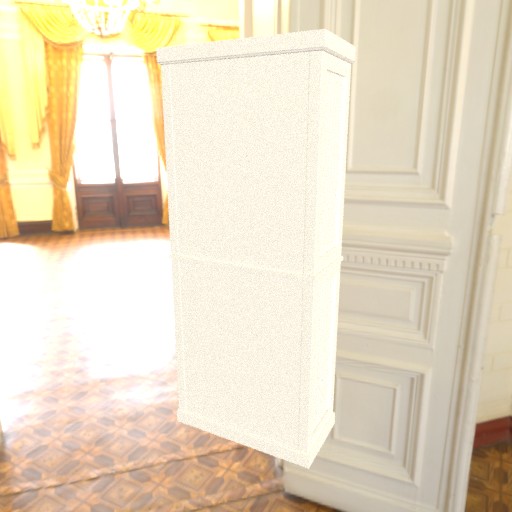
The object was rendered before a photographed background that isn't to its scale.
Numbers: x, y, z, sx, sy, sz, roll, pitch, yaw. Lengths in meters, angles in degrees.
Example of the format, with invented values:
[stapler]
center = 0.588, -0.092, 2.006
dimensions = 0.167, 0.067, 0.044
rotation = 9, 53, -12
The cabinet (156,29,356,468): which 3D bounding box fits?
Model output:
[cabinet]
center = 0.000, 0.000, 2.118
dimensions = 0.754, 1.829, 0.390
rotation = 8, 17, 27
